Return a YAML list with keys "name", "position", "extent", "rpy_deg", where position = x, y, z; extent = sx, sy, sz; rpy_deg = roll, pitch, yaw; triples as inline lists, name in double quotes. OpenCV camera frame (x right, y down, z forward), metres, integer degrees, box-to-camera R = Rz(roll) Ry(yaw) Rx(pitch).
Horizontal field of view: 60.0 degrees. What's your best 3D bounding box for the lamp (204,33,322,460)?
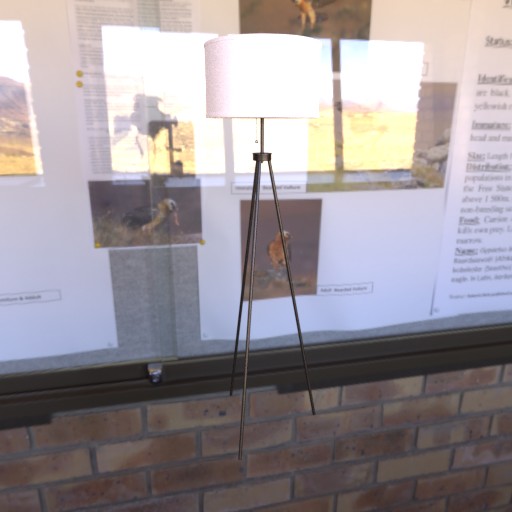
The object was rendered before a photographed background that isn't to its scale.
- name: "lamp"
  position: [0.000, 0.000, 1.778]
  extent: [0.448, 1.545, 0.458]
  rpy_deg: [-16, 23, -42]
